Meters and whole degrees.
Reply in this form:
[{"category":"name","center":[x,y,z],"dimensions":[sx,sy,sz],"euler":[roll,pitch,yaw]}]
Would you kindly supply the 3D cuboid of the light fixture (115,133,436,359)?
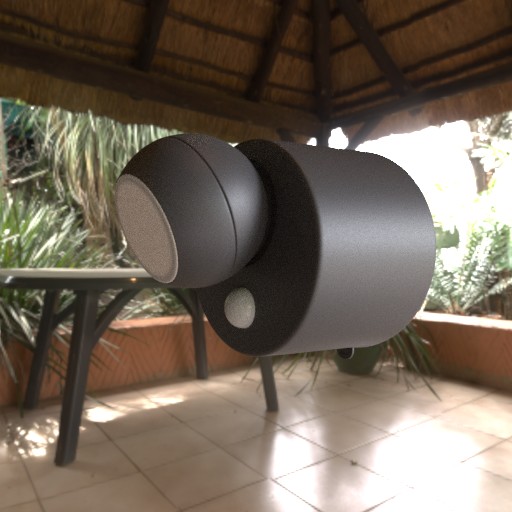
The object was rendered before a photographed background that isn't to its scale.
[{"category":"light fixture","center":[0.000,0.000,0.260],"dimensions":[0.160,0.143,0.134],"euler":[0,0,-37]}]
